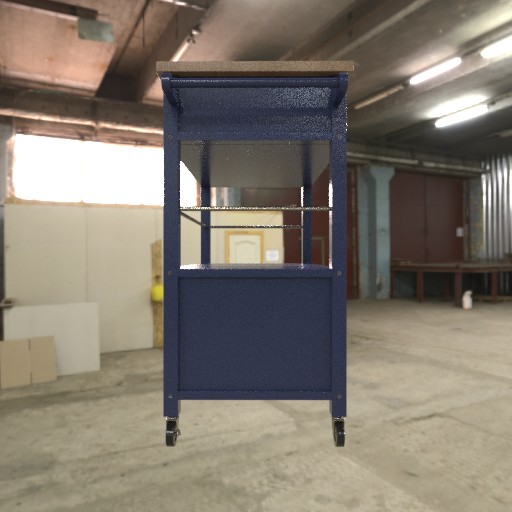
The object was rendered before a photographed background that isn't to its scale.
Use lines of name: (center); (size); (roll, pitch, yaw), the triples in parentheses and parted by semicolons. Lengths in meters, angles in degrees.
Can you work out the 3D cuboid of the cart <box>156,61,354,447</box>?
cart: (0.000, 0.000, 1.366); (0.459, 0.901, 0.840); (0, 0, 0)
